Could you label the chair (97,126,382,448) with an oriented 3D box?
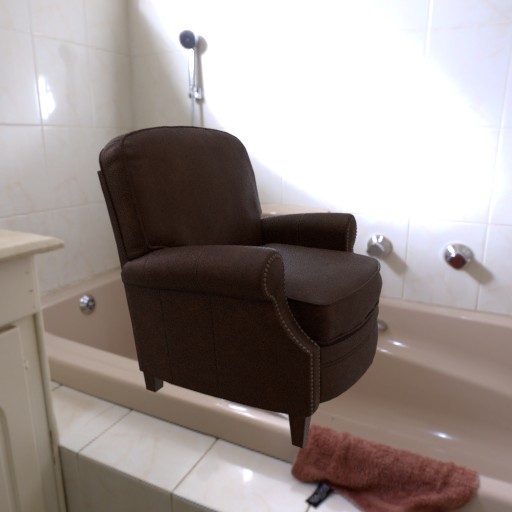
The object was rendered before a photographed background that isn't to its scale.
[{"bbox_3d":[0.000,0.000,1.789,0.986,1.018,0.936,8,16,28],"label":"chair"}]
